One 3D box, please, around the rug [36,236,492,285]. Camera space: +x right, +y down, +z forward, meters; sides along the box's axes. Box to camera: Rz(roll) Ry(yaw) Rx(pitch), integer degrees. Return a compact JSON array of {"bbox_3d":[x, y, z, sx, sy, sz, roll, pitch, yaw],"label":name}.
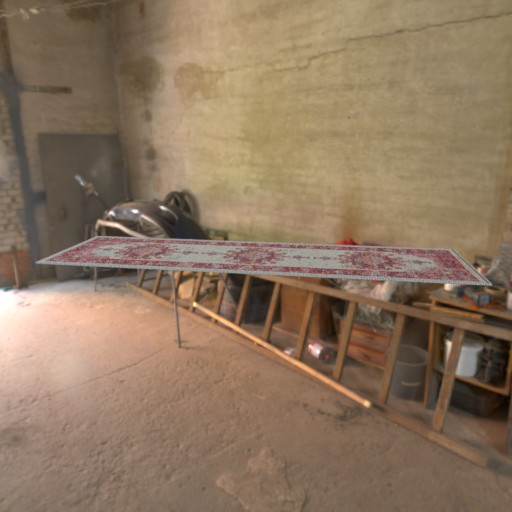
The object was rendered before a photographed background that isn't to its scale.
[{"bbox_3d":[0.000,0.000,2.511,2.294,0.011,0.666,2,15,9],"label":"rug"}]
